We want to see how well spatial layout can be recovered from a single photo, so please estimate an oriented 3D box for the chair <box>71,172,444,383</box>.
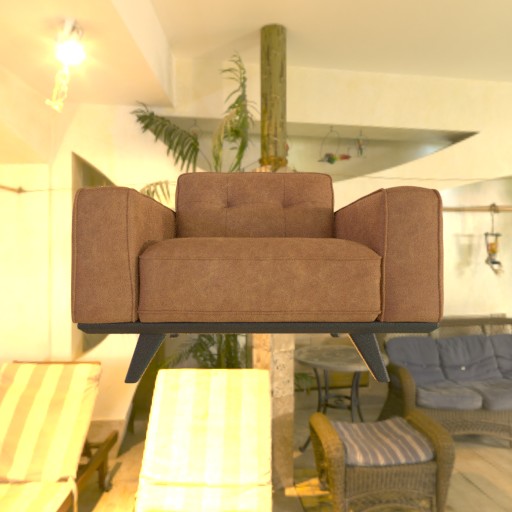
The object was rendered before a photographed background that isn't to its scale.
[{"bbox_3d":[0.000,0.000,1.745,1.118,0.782,0.952,0,0,-1],"label":"chair"}]
